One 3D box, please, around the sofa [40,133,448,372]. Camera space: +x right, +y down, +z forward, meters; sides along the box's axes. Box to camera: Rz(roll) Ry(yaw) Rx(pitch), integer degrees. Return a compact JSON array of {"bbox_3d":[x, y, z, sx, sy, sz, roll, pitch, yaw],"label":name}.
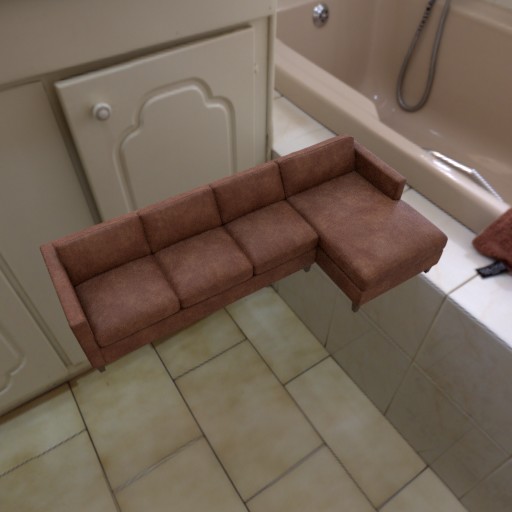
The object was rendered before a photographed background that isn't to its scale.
[{"bbox_3d":[0.000,0.000,3.947,3.203,0.883,1.581,-24,52,-20],"label":"sofa"}]
